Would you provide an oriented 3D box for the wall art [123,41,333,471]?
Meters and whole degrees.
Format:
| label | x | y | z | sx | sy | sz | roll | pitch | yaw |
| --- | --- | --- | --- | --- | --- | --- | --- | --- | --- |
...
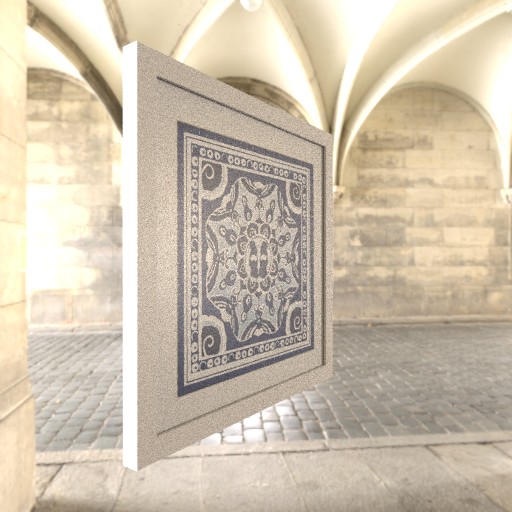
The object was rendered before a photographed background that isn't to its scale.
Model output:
| label | x | y | z | sx | sy | sz | roll | pitch | yaw |
| --- | --- | --- | --- | --- | --- | --- | --- | --- | --- |
| wall art | 0.000 | 0.000 | 0.809 | 0.028 | 0.559 | 0.559 | 0 | 0 | 36 |
